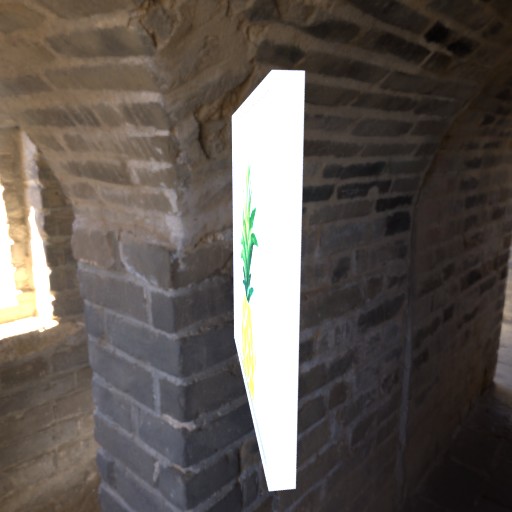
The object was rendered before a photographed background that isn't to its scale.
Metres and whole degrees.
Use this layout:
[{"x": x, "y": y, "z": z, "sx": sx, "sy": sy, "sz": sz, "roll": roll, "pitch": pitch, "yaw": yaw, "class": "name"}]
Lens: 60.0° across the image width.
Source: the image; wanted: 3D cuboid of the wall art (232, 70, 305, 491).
[{"x": 0.000, "y": 0.000, "z": 0.763, "sx": 0.035, "sy": 0.507, "sz": 0.508, "roll": -2, "pitch": 12, "yaw": -8, "class": "wall art"}]
